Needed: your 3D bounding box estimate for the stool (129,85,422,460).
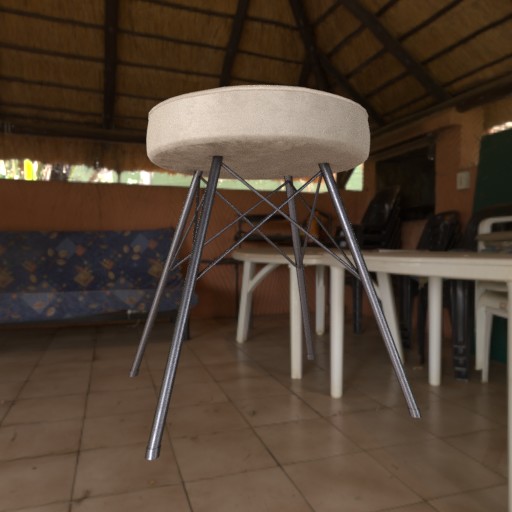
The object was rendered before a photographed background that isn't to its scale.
[{"bbox_3d":[0.000,0.000,0.856,0.457,0.538,0.423,-1,2,-19],"label":"stool"}]
